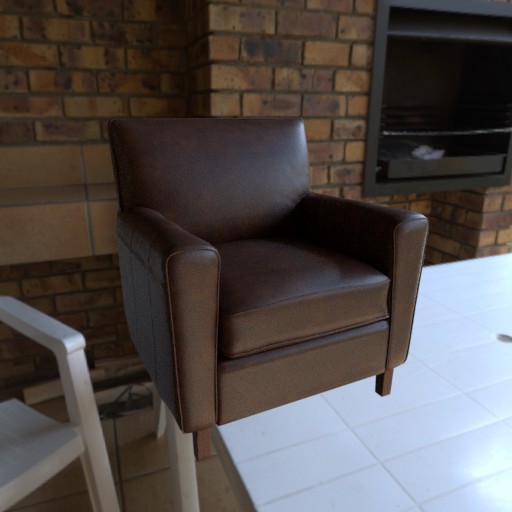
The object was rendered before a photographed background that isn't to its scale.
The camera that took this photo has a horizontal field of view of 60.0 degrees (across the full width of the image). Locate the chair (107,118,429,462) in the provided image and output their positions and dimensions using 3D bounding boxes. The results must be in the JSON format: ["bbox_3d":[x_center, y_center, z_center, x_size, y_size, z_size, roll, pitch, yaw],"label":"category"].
[{"bbox_3d":[0.000,0.000,1.591,0.870,0.943,0.823,-9,20,-25],"label":"chair"}]
